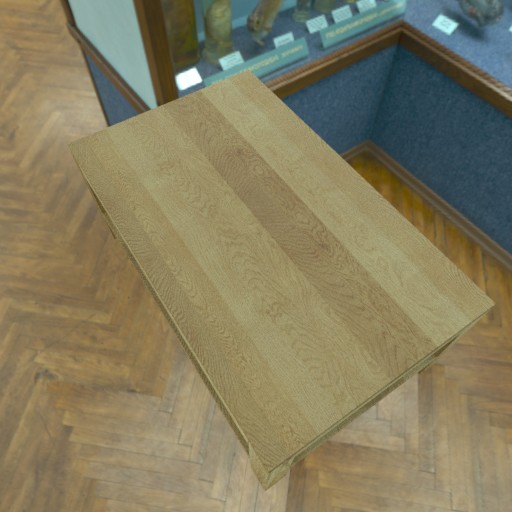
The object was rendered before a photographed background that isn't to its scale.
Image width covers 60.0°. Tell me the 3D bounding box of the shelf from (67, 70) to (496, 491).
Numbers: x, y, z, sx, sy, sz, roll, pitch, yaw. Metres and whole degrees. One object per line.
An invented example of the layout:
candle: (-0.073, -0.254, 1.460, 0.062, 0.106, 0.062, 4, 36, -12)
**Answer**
shelf: (0.000, 0.000, 1.467, 0.700, 0.450, 1.150, -29, 62, -17)
